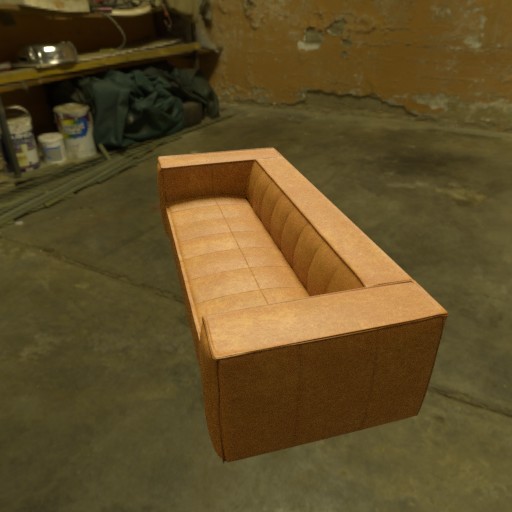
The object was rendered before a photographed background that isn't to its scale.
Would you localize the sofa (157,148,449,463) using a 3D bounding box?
[{"bbox_3d":[0.000,0.000,3.007,1.102,0.701,2.581,-8,31,-13],"label":"sofa"}]
